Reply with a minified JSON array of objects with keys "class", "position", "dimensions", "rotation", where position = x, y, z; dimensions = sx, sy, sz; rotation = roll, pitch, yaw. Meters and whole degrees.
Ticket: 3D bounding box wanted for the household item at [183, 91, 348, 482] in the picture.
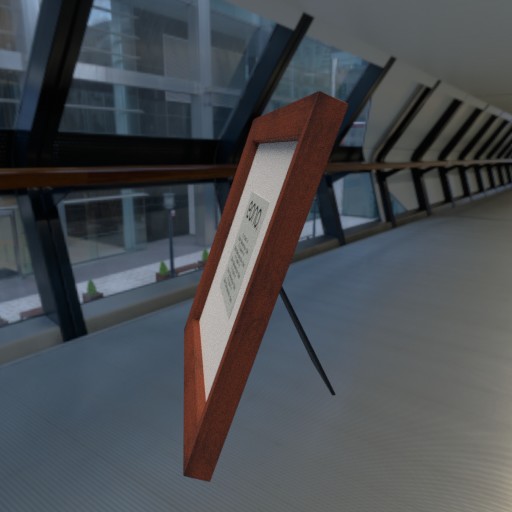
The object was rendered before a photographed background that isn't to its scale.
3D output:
[{"class":"household item","position":[0.000,0.000,0.381],"dimensions":[0.131,0.240,0.240],"rotation":[-2,14,-9]}]
